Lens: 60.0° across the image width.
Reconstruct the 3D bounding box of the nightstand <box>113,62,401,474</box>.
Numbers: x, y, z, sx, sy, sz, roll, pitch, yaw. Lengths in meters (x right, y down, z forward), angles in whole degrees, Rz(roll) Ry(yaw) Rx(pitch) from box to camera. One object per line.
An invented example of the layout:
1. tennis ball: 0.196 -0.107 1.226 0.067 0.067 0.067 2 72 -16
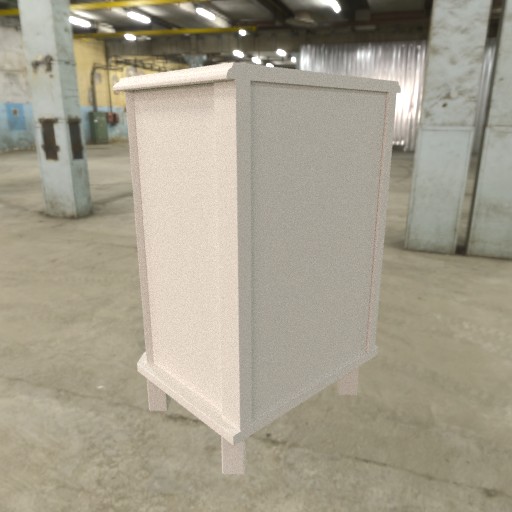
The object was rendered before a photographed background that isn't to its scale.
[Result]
1. nightstand: 0.000 0.000 0.923 0.435 0.681 0.351 -15 23 -41
